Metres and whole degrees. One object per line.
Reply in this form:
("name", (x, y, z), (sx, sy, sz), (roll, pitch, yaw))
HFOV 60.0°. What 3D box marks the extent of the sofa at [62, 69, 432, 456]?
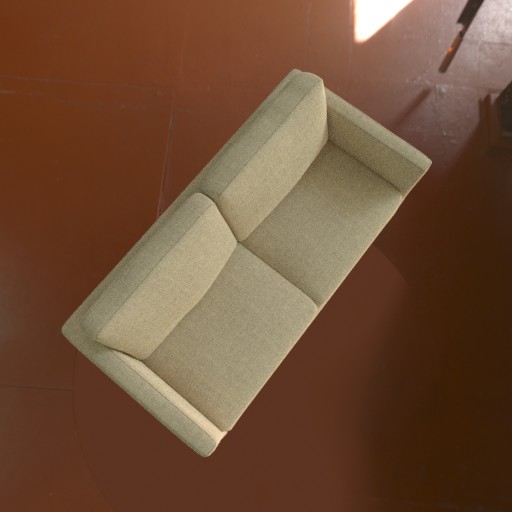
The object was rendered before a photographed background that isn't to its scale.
("sofa", (0.000, 0.000, 2.476), (0.950, 0.963, 1.884), (38, 79, 9))
